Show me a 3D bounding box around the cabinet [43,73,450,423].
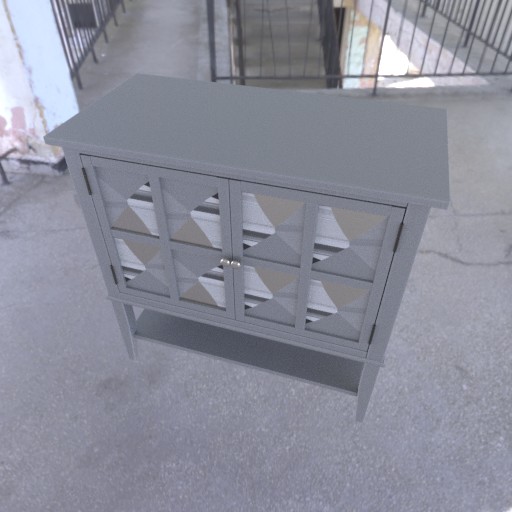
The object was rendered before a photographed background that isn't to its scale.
[{"bbox_3d":[0.000,0.000,1.226,0.801,0.780,0.396,12,43,13],"label":"cabinet"}]
